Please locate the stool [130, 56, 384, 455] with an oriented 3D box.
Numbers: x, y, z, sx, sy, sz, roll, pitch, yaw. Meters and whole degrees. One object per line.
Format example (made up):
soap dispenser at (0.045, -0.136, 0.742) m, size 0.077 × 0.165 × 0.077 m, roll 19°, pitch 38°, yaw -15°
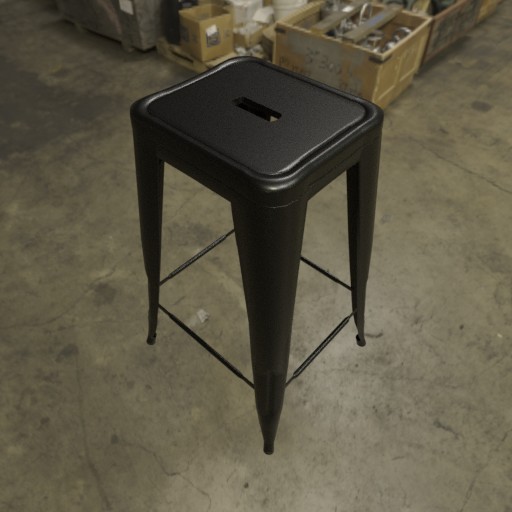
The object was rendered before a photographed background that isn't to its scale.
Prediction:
stool at (0.000, 0.000, 0.839) m, size 0.399 × 0.609 × 0.359 m, roll 33°, pitch 55°, yaw 27°
